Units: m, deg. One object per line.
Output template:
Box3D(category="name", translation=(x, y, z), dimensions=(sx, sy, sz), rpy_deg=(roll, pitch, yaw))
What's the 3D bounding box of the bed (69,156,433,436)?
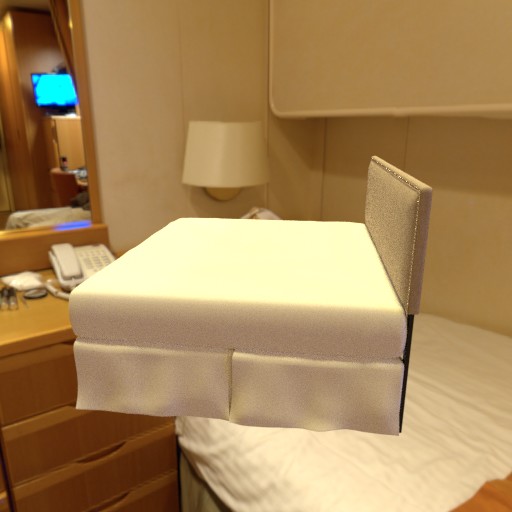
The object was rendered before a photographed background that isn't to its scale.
Box3D(category="bed", translation=(0.000, 0.000, 3.313), dimensions=(1.914, 1.346, 2.170), rpy_deg=(2, 17, 8))
